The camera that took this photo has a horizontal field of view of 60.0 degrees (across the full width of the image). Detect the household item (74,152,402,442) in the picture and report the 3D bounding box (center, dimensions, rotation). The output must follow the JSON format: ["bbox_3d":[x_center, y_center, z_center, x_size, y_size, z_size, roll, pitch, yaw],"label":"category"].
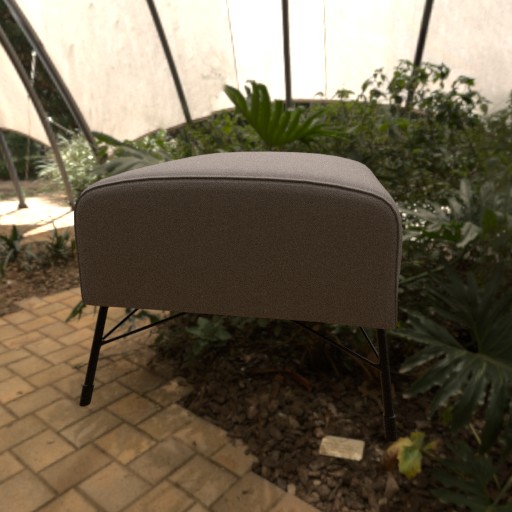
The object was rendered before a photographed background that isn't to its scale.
[{"bbox_3d":[0.000,0.000,0.909,0.530,0.410,0.530,3,16,10],"label":"household item"}]
